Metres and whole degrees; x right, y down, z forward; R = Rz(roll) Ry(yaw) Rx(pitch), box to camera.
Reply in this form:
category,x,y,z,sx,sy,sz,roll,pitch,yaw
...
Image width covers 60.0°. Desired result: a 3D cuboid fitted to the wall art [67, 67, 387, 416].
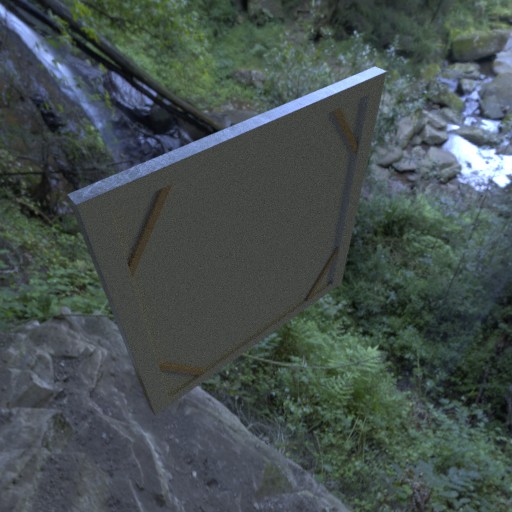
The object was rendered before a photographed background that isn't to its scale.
category,x,y,z,sx,sy,sz,roll,pitch,yaw
wall art,0.000,0.000,1.643,1.092,1.091,0.051,-31,53,-26
